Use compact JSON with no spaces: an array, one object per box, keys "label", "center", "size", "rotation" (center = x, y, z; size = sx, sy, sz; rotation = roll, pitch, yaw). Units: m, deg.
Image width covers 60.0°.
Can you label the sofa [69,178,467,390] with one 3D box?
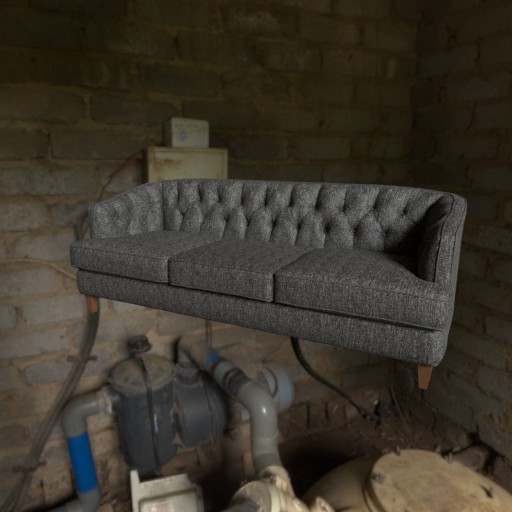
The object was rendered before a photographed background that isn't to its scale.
[{"label":"sofa","center":[0.000,0.000,2.718],"size":[2.278,0.855,0.941],"rotation":[7,15,27]}]
